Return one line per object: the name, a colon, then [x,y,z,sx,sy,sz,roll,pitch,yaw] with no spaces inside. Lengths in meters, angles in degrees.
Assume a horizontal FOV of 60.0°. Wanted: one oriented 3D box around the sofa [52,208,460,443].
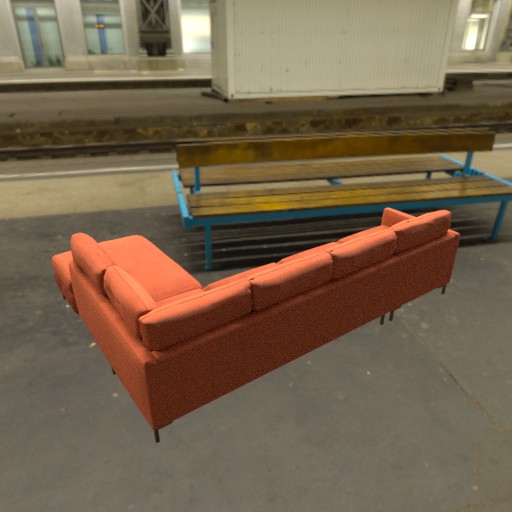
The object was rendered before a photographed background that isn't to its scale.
sofa: [0.000,0.000,3.589,2.736,0.757,1.879,-18,32,-31]
